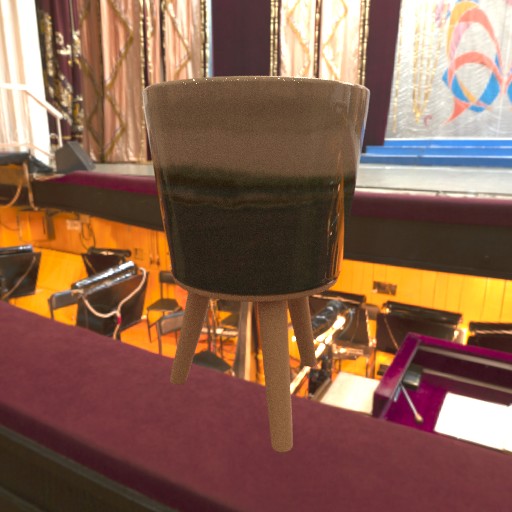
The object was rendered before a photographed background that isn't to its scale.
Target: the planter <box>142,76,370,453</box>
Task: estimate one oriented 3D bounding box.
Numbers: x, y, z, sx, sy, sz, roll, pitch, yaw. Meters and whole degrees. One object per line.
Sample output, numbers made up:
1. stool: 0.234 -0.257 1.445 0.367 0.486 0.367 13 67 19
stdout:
1. planter: 0.000 0.000 0.473 0.217 0.331 0.217 8 16 27
